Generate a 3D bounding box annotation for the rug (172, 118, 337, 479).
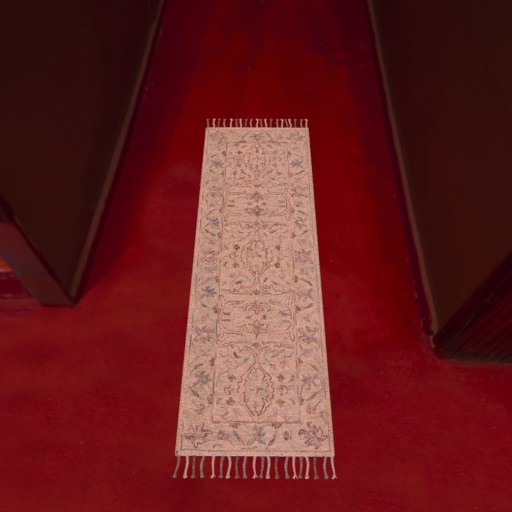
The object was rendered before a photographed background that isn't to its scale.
[{"bbox_3d":[0.000,0.000,2.707,0.769,0.013,2.440,0,58,0],"label":"rug"}]
